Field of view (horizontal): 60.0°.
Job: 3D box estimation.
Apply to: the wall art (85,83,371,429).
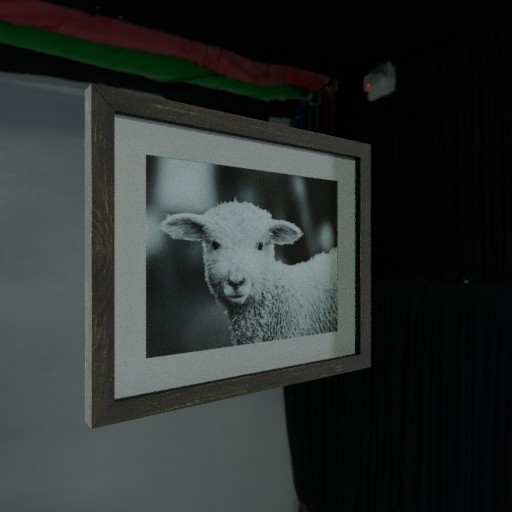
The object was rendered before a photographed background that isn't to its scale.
[{"bbox_3d":[0.000,0.000,0.762,0.558,0.457,0.032,0,0,-36],"label":"wall art"}]
